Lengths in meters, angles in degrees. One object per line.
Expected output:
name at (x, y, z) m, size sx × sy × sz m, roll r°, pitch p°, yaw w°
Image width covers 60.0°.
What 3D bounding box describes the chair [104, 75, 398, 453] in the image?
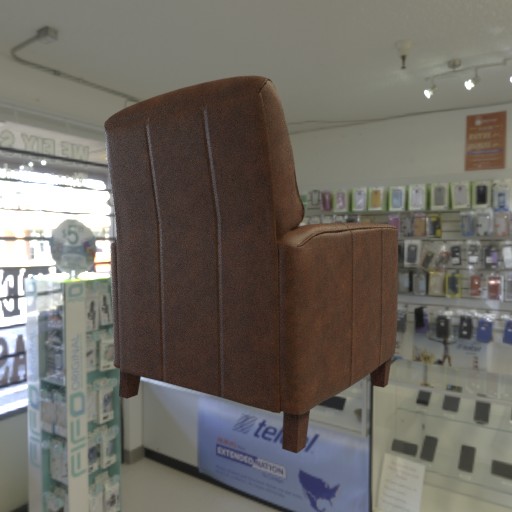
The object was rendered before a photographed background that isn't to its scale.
chair at (0.000, 0.000, 1.634) m, size 0.839 × 1.010 × 0.850 m, roll 1°, pitch 2°, yaw 36°
